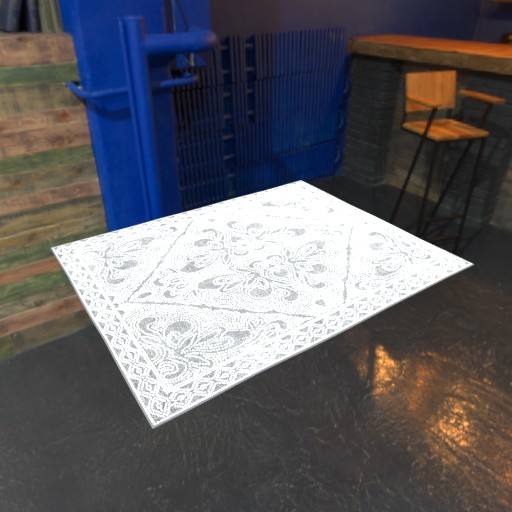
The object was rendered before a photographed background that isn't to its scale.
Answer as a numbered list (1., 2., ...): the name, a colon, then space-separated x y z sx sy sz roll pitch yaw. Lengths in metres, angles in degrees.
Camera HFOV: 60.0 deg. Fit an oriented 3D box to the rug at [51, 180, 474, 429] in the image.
1. rug: 0.000 0.000 4.041 3.048 0.012 2.438 -19 36 -28
